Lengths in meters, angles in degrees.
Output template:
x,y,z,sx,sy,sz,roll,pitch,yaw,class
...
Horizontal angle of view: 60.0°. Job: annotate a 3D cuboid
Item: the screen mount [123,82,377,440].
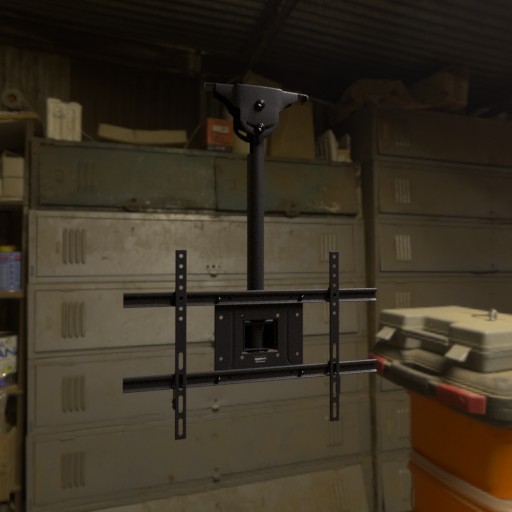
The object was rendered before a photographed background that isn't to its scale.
x,y,z,sx,sy,sz,roll,pitch,yaw,class
0.000,0.000,1.036,0.595,0.775,0.090,0,-1,-18,screen mount
